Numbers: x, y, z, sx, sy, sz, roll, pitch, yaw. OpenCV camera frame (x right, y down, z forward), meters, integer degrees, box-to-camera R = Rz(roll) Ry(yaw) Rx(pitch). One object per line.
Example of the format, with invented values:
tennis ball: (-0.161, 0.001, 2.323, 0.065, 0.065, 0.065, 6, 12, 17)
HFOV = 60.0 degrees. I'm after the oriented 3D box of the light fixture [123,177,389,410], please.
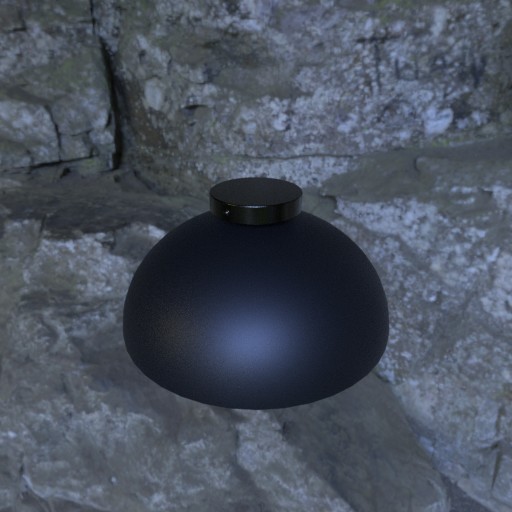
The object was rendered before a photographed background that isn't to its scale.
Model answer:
light fixture: (0.000, 0.000, 0.574, 0.355, 0.177, 0.355, 0, 26, 0)
